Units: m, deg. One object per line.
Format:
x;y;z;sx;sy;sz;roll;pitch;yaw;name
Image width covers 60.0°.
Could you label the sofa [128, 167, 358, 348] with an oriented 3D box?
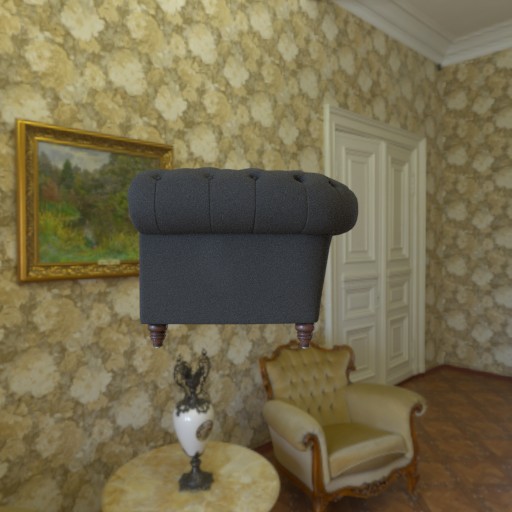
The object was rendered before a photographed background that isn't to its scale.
0.000;0.000;2.843;0.991;0.762;2.362;0;1;1;sofa
